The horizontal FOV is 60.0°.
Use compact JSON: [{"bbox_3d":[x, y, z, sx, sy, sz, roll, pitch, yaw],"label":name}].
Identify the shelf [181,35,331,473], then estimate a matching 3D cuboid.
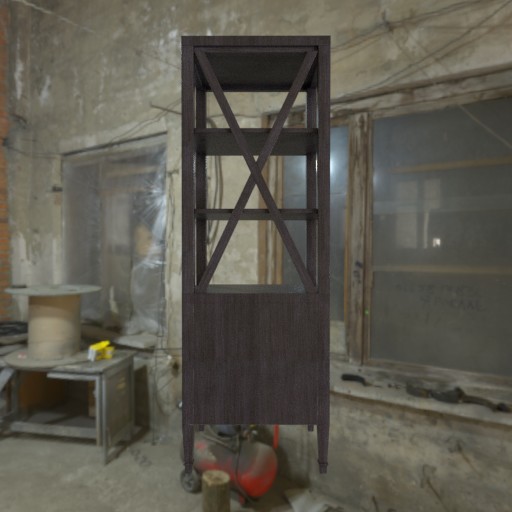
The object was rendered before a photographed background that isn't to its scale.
[{"bbox_3d":[0.000,0.000,1.978,0.584,1.727,0.472,0,1,0],"label":"shelf"}]
